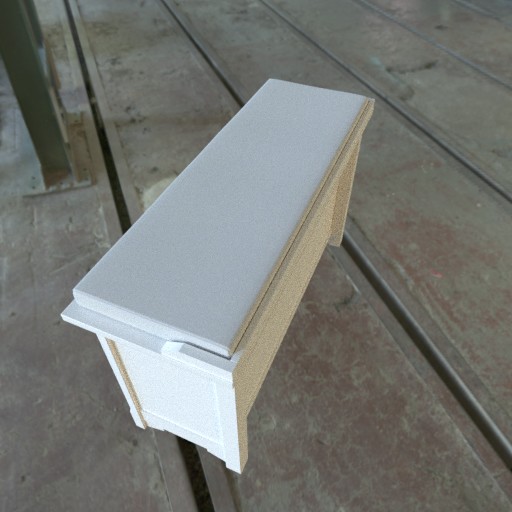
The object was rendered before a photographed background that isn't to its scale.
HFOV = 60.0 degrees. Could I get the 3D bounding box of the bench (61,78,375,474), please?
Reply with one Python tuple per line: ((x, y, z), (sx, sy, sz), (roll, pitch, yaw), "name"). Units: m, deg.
((0.000, 0.000, 1.248), (0.346, 0.589, 0.987), (17, 48, 16), "bench")
